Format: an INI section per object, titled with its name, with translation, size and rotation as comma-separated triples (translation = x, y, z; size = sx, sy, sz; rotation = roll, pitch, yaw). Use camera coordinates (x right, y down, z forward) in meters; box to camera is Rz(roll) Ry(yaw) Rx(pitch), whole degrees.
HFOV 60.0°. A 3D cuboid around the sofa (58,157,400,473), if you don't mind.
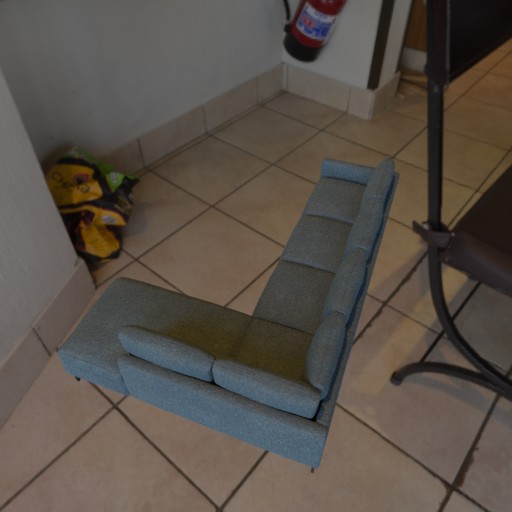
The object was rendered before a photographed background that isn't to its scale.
[sofa]
translation = 0.000, 0.000, 3.920
size = 2.007, 0.815, 2.949
rotation = 16, 47, 15
